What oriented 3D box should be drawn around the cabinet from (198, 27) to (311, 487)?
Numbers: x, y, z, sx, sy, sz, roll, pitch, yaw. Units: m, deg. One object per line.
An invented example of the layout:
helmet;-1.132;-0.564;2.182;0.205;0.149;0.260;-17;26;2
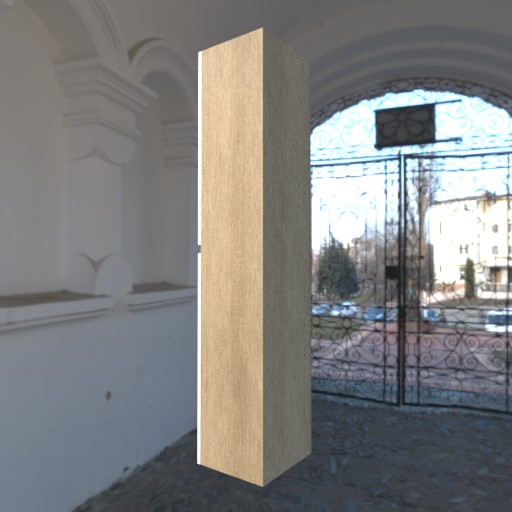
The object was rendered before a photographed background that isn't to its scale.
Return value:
cabinet;0.000;0.000;1.551;0.270;1.400;0.300;-1;-2;36
